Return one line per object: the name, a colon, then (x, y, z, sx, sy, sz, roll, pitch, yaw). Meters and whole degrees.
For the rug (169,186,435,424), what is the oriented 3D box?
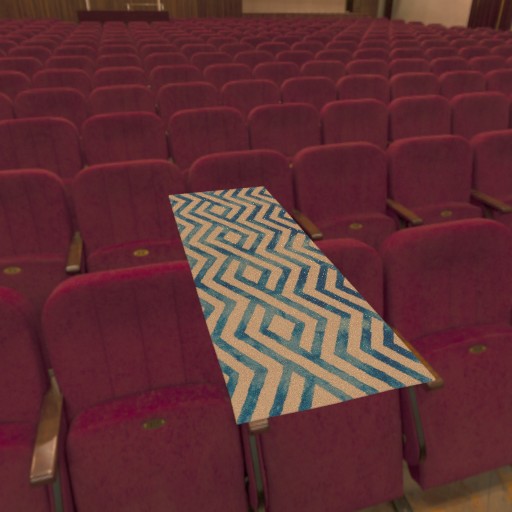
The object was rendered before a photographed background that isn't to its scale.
rug: (0.000, 0.000, 1.662, 0.503, 0.007, 1.492, -7, 29, -14)
